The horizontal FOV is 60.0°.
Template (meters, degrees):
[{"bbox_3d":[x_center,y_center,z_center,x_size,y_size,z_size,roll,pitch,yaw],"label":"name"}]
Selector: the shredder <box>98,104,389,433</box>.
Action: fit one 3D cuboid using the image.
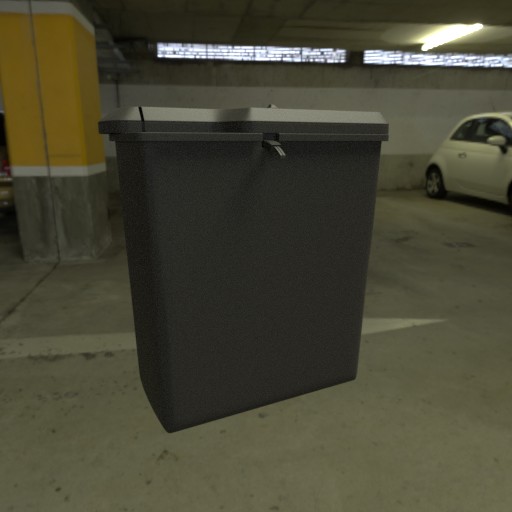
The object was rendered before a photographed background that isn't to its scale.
[{"bbox_3d":[0.000,0.000,0.522,0.320,0.335,0.170,-7,16,-26],"label":"shredder"}]
